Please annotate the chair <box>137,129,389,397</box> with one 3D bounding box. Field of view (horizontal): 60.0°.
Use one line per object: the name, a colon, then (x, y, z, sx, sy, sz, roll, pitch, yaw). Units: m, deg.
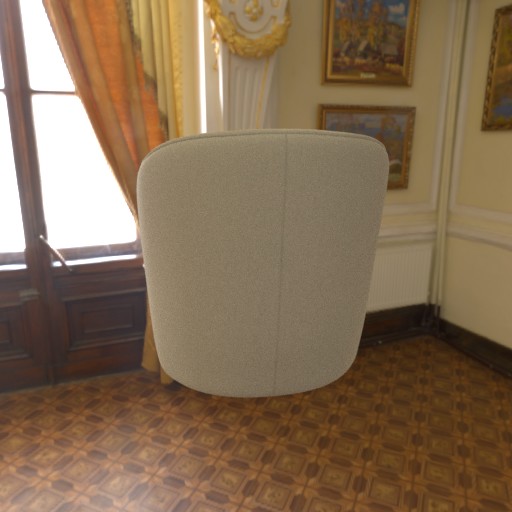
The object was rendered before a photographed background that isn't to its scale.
chair: (0.000, 0.000, 1.489, 0.747, 0.799, 0.875, -2, 15, -9)
